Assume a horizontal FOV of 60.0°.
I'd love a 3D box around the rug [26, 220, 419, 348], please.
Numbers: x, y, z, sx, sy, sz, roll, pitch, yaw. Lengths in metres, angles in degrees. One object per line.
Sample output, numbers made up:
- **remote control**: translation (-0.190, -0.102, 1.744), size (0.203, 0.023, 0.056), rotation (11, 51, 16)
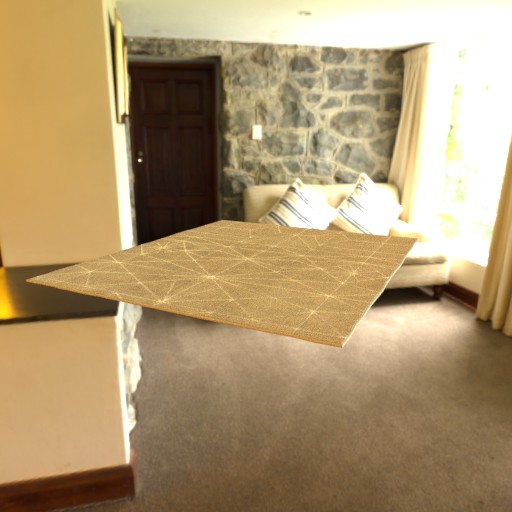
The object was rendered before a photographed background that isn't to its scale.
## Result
- **rug**: translation (0.000, 0.000, 0.901), size (0.548, 0.006, 0.639), rotation (7, 17, 26)
